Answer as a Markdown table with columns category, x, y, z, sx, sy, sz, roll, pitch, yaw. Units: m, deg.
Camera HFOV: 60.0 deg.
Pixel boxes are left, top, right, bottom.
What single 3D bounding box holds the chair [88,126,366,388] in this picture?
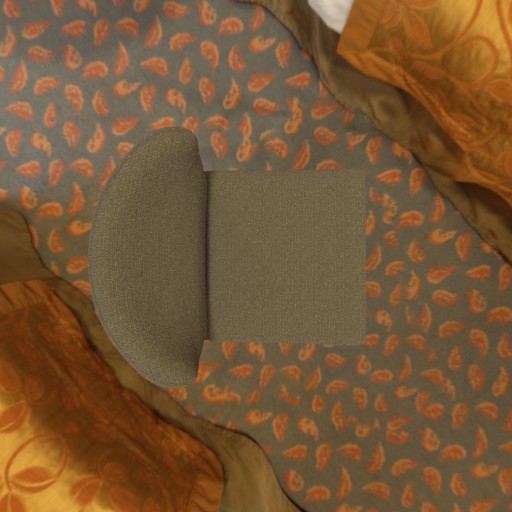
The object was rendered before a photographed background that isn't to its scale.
| category | x | y | z | sx | sy | sz | roll | pitch | yaw |
| --- | --- | --- | --- | --- | --- | --- | --- | --- | --- |
| chair | 0.000 | 0.000 | 1.189 | 0.589 | 0.839 | 0.491 | 0 | 90 | 1 |
